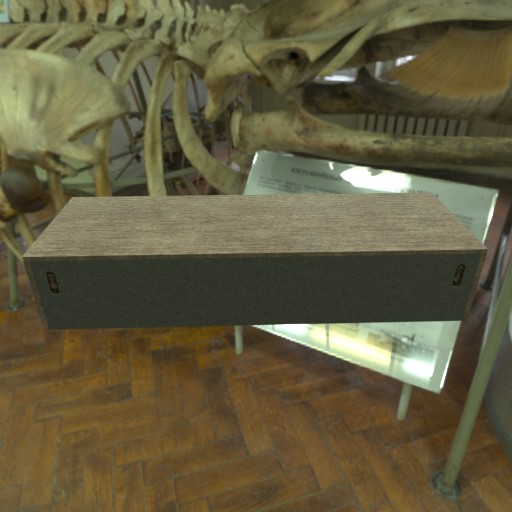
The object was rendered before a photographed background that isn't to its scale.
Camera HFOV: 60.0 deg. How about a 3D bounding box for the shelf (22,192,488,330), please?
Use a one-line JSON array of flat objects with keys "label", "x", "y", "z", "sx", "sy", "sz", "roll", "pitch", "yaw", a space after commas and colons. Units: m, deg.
[{"label": "shelf", "x": 0.000, "y": 0.000, "z": 0.697, "sx": 0.610, "sy": 0.125, "sz": 0.200, "roll": -1, "pitch": 30, "yaw": -2}]
